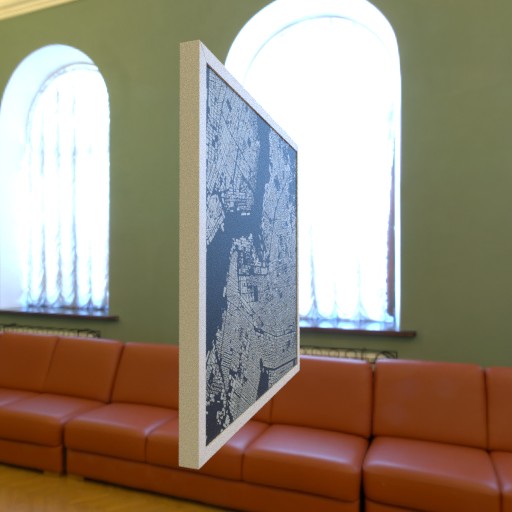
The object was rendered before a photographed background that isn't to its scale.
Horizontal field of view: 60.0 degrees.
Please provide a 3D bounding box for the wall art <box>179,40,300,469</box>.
[{"bbox_3d":[0.000,0.000,1.151,0.050,0.762,0.761,0,-1,19],"label":"wall art"}]
